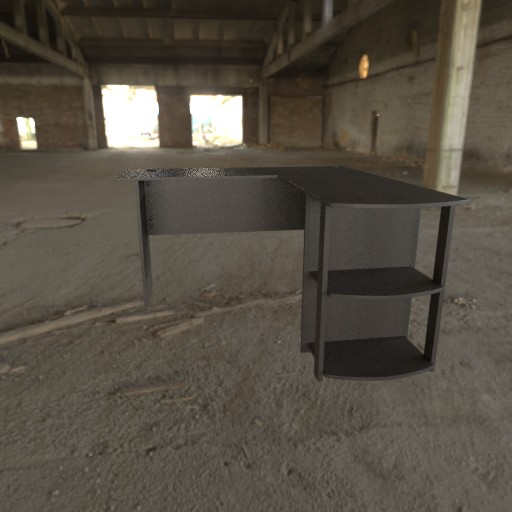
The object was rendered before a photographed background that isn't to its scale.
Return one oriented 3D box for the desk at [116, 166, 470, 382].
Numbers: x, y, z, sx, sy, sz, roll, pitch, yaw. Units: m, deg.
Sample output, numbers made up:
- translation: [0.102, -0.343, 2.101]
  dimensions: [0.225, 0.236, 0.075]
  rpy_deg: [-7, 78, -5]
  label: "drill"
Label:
- translation: [0.000, 0.000, 2.119]
  dimensions: [1.303, 0.716, 1.361]
  rpy_deg: [-3, 17, -8]
  label: "desk"
